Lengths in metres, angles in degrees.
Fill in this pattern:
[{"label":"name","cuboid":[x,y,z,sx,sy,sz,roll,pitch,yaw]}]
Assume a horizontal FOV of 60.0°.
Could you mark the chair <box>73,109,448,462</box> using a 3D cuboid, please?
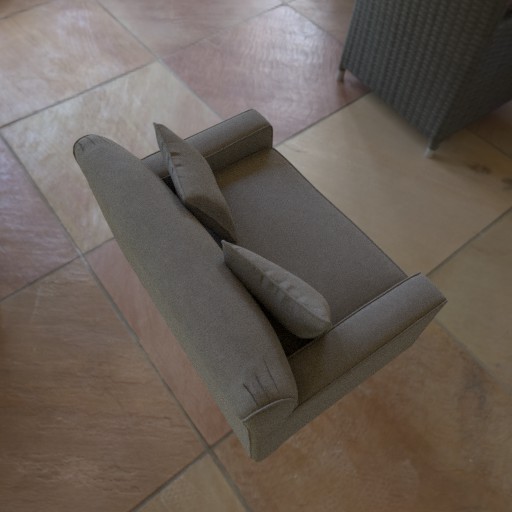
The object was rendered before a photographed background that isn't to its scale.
[{"label":"chair","cuboid":[0.000,0.000,2.049,0.992,0.953,1.395,-30,63,-17]}]
